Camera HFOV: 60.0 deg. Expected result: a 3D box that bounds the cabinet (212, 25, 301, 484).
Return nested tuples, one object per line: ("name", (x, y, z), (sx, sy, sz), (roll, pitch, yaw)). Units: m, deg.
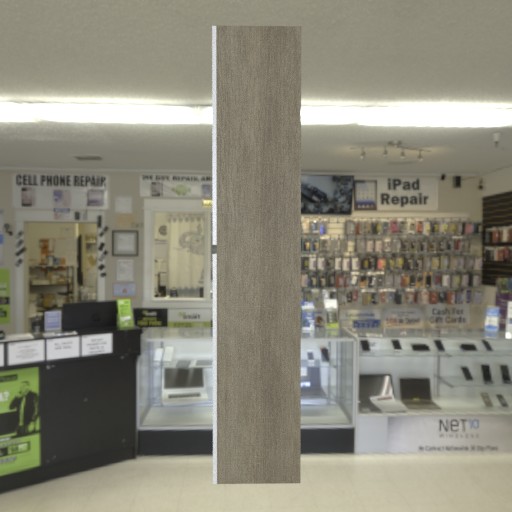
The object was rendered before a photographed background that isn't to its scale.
("cabinet", (0.000, 0.000, 1.506), (0.270, 1.400, 0.300), (0, 1, -1))
